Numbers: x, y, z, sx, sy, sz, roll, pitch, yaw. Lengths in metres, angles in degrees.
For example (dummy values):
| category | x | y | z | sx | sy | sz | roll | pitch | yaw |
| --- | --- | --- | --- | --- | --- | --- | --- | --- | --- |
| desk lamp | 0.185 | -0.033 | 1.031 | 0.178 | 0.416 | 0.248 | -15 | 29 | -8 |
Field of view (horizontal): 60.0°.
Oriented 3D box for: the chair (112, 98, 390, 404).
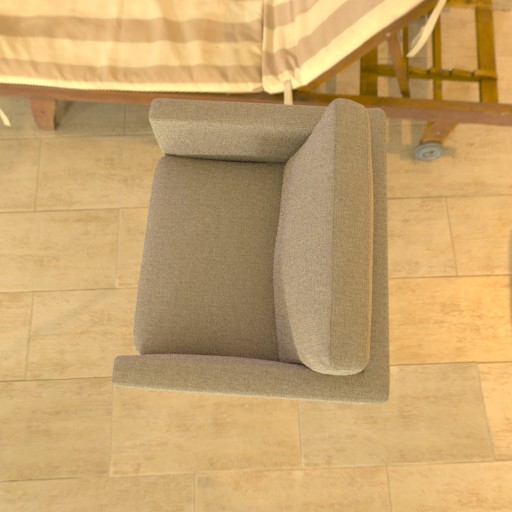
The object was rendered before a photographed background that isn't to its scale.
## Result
| category | x | y | z | sx | sy | sz | roll | pitch | yaw |
| --- | --- | --- | --- | --- | --- | --- | --- | --- | --- |
| chair | 0.000 | 0.000 | 1.843 | 0.959 | 0.961 | 1.107 | 3 | 75 | 1 |
